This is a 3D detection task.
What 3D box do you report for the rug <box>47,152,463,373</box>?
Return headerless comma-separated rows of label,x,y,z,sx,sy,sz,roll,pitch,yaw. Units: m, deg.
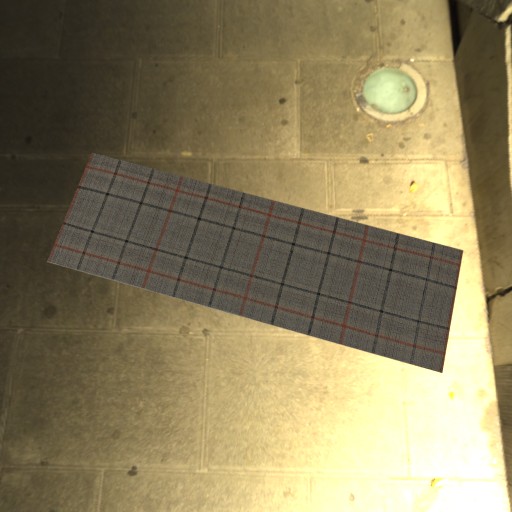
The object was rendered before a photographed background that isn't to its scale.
rug,0.000,0.000,2.721,2.439,0.008,0.762,15,76,4
